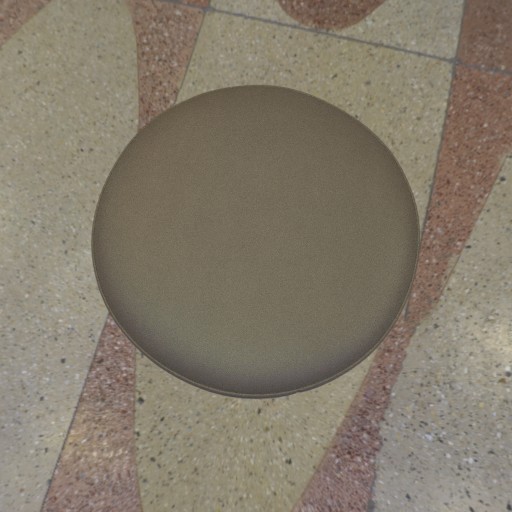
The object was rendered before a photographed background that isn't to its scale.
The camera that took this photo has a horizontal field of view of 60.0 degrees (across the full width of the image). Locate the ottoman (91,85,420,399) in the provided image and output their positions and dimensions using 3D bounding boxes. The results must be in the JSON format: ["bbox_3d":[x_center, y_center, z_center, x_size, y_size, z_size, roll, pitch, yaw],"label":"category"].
[{"bbox_3d":[0.000,0.000,0.831,0.500,0.409,0.500,0,74,0],"label":"ottoman"}]
